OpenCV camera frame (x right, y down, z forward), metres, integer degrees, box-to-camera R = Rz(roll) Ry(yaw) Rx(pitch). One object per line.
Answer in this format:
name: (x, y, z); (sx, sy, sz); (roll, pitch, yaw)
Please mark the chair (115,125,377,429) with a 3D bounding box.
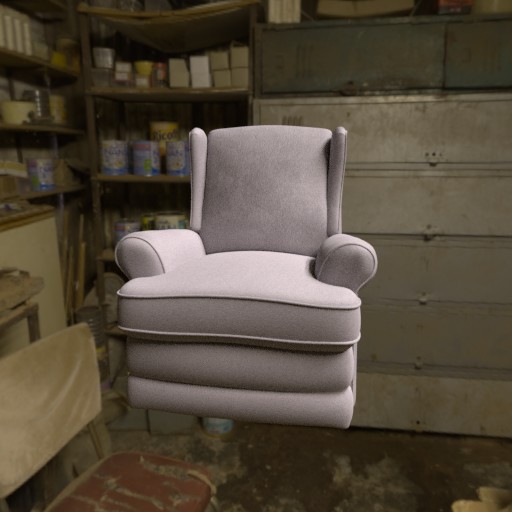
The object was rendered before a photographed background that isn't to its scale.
chair: (0.000, 0.000, 1.713); (0.847, 1.011, 0.969); (2, 13, 9)
